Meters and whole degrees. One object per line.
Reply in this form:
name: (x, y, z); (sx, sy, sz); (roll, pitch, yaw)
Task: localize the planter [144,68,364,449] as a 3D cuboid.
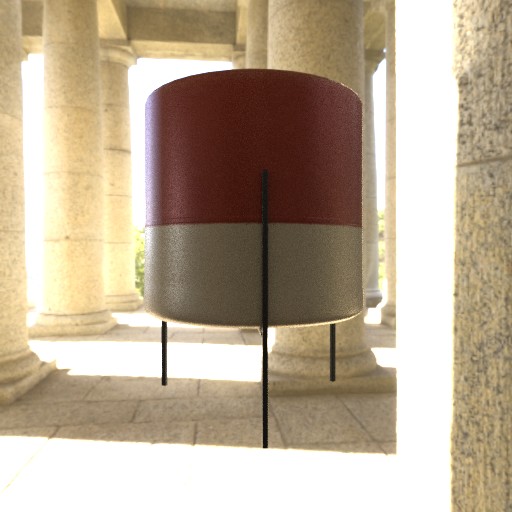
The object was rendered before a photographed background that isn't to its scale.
planter: (0.000, 0.000, 0.718); (0.354, 0.465, 0.345); (0, 1, -35)
